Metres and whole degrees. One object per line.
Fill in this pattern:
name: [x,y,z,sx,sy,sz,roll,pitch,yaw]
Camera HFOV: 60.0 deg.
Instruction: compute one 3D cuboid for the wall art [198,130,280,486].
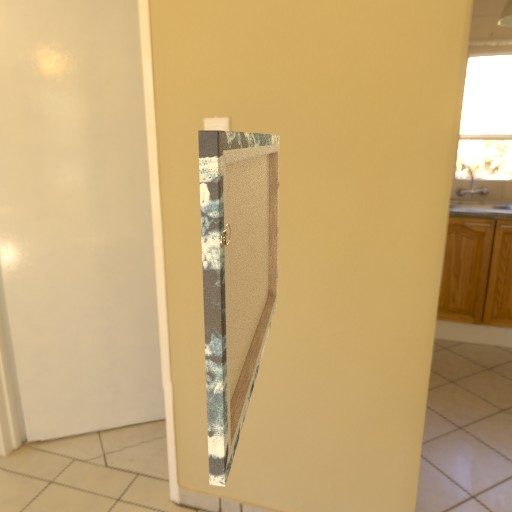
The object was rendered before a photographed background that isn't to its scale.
wall art: [0.000,0.000,1.911,0.055,1.017,1.524,2,15,8]
